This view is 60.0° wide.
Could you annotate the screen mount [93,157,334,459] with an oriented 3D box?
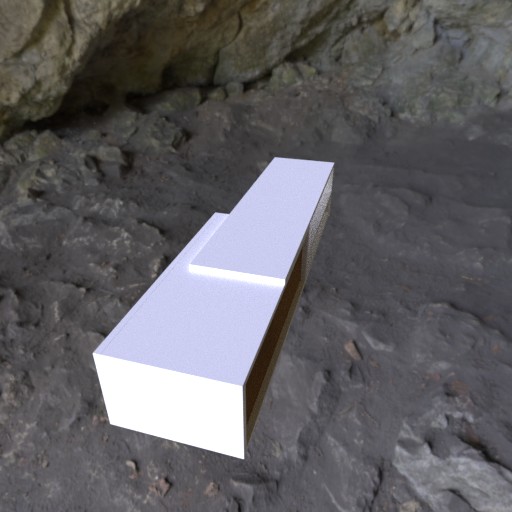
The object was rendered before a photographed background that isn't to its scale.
[{"bbox_3d":[0.000,0.000,1.898,0.420,0.320,1.680,8,32,14],"label":"screen mount"}]
